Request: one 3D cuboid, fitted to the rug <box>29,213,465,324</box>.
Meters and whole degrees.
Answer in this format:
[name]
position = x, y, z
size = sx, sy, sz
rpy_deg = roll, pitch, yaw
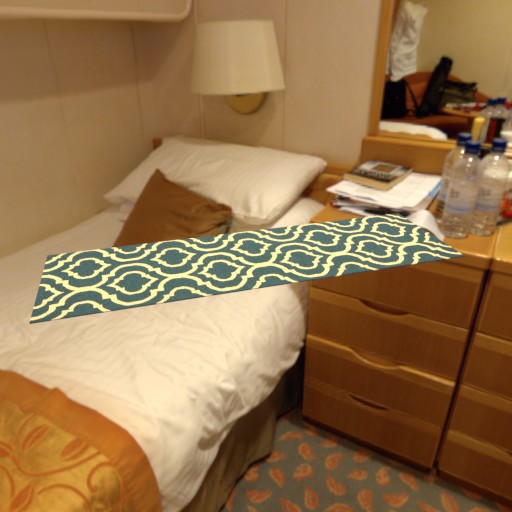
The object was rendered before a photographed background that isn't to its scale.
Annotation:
[rug]
position = 0.000, 0.000, 2.545
size = 2.296, 0.006, 0.685
rpy_deg = -8, 28, -15
